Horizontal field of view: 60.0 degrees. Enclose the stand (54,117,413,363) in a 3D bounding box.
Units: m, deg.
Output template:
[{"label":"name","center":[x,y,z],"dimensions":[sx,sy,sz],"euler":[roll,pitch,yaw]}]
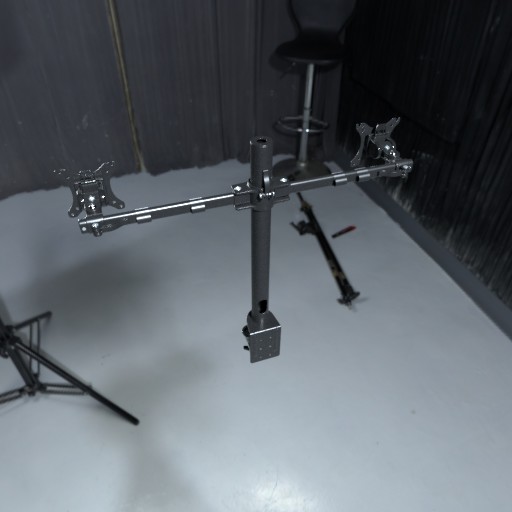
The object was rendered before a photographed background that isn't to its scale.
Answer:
[{"label":"stand","center":[0.000,0.000,1.024],"dimensions":[0.743,0.603,0.150],"euler":[-13,42,-14]}]
